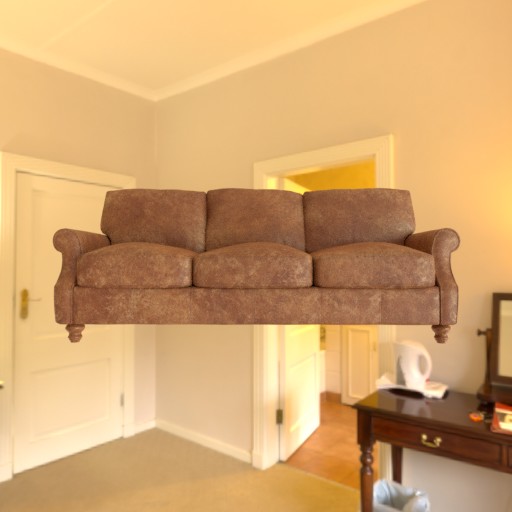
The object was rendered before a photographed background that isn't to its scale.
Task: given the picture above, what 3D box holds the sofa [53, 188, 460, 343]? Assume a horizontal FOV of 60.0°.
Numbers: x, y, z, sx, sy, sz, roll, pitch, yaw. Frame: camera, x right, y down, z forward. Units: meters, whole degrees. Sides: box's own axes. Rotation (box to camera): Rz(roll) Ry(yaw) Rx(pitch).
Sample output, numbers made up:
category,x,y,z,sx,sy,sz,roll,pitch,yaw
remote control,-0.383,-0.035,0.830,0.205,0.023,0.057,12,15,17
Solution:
category,x,y,z,sx,sy,sz,roll,pitch,yaw
sofa,0.000,0.000,2.865,2.351,0.977,0.973,0,-1,1
